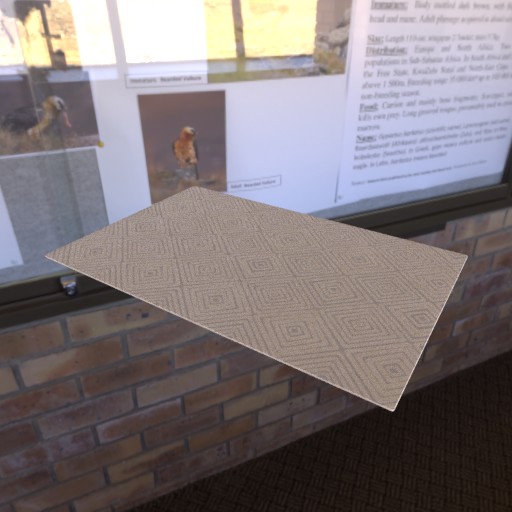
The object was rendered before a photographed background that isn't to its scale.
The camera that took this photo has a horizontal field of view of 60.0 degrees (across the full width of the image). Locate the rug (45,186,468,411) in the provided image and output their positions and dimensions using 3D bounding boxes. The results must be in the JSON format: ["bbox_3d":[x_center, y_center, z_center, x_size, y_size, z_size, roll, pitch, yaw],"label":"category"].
[{"bbox_3d":[0.000,0.000,2.190,1.753,0.008,1.143,18,34,28],"label":"rug"}]
